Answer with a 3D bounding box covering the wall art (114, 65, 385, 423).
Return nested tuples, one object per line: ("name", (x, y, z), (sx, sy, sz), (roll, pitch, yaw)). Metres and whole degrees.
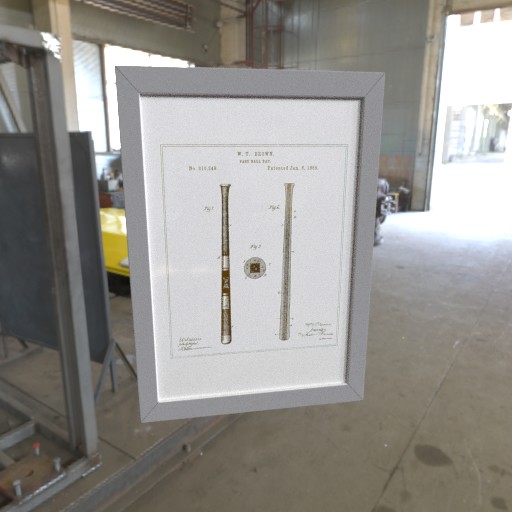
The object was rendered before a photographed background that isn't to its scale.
("wall art", (0.000, 0.000, 0.674), (0.374, 0.529, 0.012), (-2, 15, -10))
